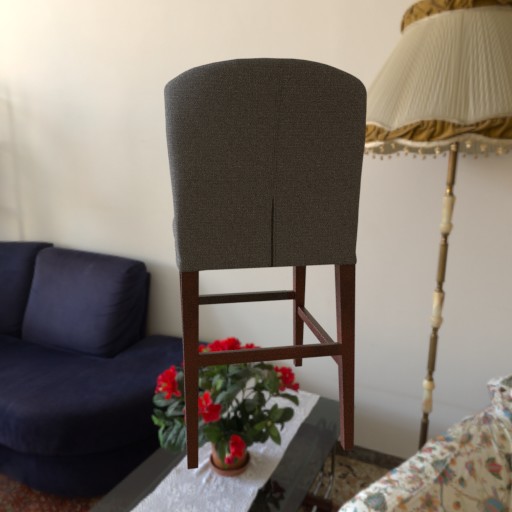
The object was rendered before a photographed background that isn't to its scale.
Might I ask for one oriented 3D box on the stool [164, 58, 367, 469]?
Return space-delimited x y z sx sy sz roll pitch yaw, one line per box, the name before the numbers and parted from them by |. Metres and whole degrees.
stool | 0.000 0.000 1.287 0.479 0.968 0.568 -2 13 -10
